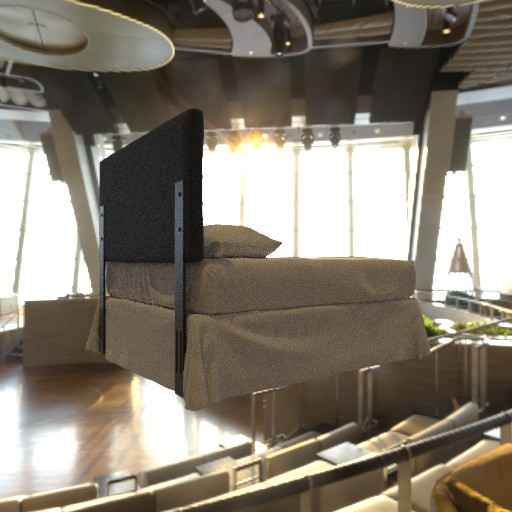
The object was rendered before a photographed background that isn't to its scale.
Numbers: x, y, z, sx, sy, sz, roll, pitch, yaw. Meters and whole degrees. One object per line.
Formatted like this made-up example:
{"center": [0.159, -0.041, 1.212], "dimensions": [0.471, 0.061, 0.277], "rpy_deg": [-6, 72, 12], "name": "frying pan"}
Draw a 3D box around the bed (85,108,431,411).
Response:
{"center": [0.000, 0.000, 3.618], "dimensions": [2.222, 1.577, 1.936], "rpy_deg": [0, -1, -36], "name": "bed"}
